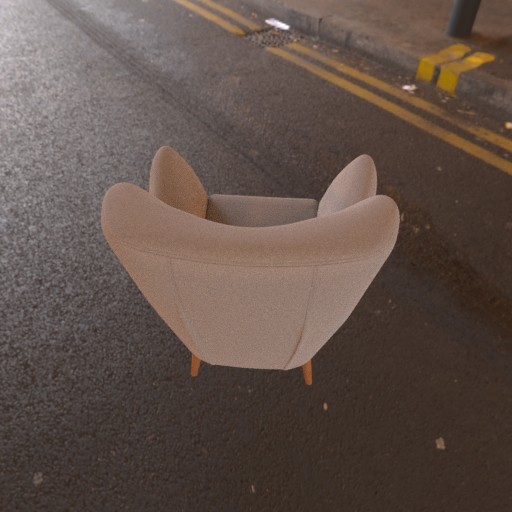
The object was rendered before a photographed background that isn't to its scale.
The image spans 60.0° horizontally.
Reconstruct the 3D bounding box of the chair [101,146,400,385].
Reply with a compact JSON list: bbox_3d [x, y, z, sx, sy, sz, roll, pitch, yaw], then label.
[{"bbox_3d":[0.000,0.000,1.627,0.890,0.889,0.889,3,45,3],"label":"chair"}]
